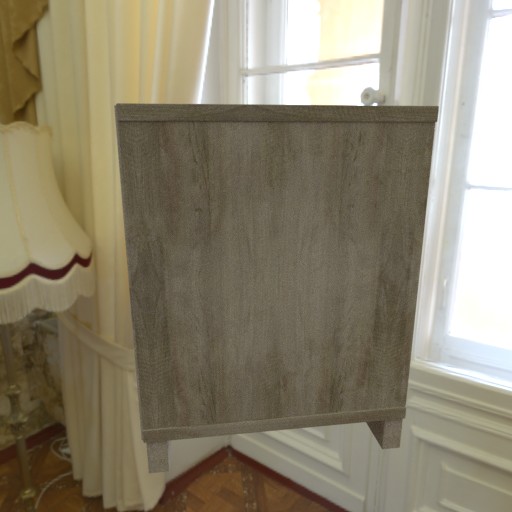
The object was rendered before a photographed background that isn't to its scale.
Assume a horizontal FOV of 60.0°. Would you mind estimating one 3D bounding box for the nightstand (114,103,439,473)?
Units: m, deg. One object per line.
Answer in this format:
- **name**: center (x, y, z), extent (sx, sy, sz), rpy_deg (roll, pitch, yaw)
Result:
- **nightstand**: center (0.000, 0.000, 0.728), extent (0.347, 0.448, 0.427), rpy_deg (-2, 16, -8)
